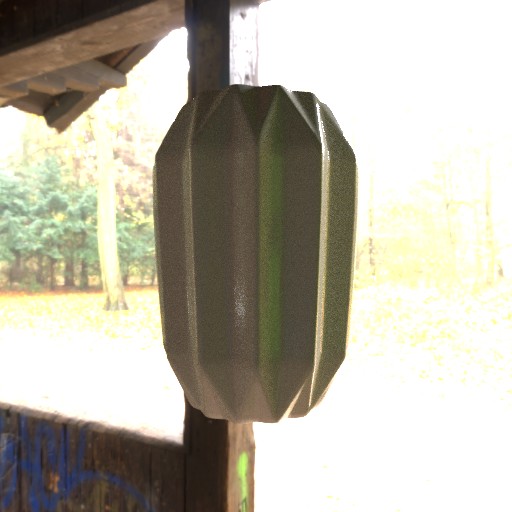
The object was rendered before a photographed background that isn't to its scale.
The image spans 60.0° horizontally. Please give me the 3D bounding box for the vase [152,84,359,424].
[{"bbox_3d":[0.000,0.000,0.416,0.195,0.275,0.195,0,0,0],"label":"vase"}]
